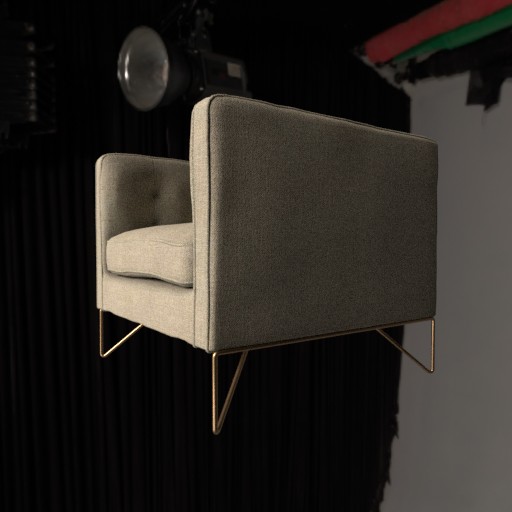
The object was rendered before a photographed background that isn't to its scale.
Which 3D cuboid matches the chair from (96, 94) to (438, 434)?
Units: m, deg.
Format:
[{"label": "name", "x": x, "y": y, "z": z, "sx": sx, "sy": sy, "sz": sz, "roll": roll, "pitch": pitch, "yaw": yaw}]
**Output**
[{"label": "chair", "x": 0.000, "y": 0.000, "z": 1.618, "sx": 0.912, "sy": 0.799, "sz": 0.920, "roll": -1, "pitch": 2, "yaw": -35}]
